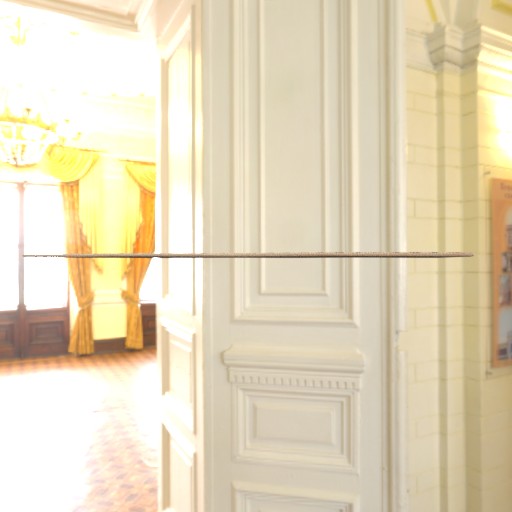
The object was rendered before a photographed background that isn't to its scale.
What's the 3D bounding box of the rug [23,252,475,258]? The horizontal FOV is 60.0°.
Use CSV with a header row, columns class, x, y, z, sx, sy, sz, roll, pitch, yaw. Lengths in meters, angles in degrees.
class,x,y,z,sx,sy,sz,roll,pitch,yaw
rug,0.000,0.000,3.005,2.464,0.023,1.521,0,0,17
